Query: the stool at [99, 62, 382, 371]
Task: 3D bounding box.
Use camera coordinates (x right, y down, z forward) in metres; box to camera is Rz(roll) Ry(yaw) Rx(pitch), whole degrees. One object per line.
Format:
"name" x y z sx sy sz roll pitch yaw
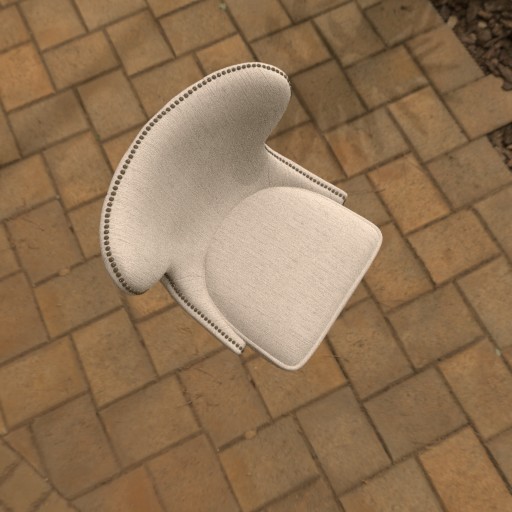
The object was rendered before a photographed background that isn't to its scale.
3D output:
"stool" 0.000 0.000 1.369 0.597 0.972 0.615 34 78 8
